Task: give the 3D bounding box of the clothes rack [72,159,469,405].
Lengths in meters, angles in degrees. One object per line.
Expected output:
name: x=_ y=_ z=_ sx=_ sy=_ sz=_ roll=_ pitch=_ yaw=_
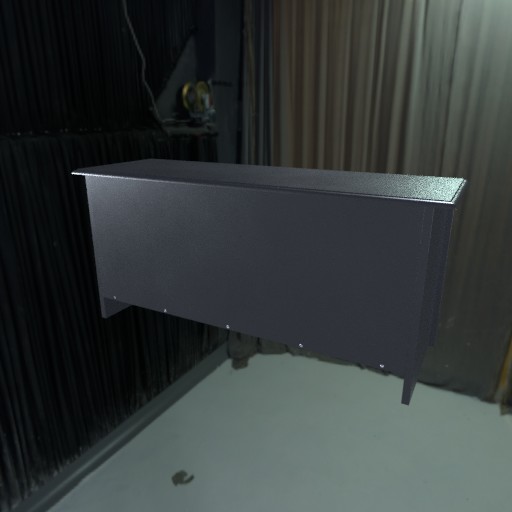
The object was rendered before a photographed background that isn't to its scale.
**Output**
clothes rack: x=0.000 y=0.000 z=1.505 sx=1.219 sy=0.556 sz=0.406 roll=10 pitch=21 yaw=27
